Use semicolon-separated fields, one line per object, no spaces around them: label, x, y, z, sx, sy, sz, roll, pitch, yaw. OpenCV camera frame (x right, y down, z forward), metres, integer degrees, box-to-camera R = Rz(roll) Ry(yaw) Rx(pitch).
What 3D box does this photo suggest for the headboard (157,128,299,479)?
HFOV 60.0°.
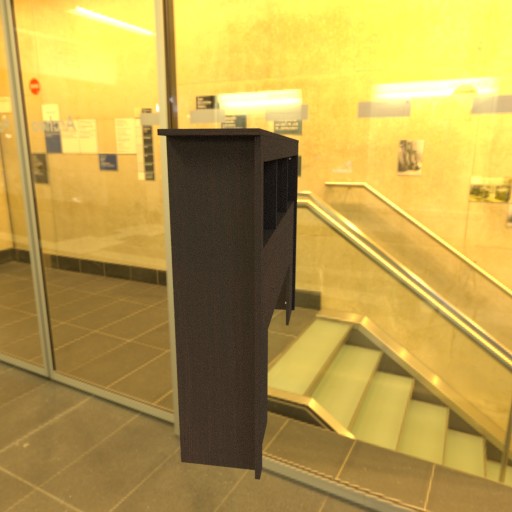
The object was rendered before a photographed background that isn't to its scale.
headboard;0.000;0.000;2.103;0.279;1.092;1.671;2;14;9
